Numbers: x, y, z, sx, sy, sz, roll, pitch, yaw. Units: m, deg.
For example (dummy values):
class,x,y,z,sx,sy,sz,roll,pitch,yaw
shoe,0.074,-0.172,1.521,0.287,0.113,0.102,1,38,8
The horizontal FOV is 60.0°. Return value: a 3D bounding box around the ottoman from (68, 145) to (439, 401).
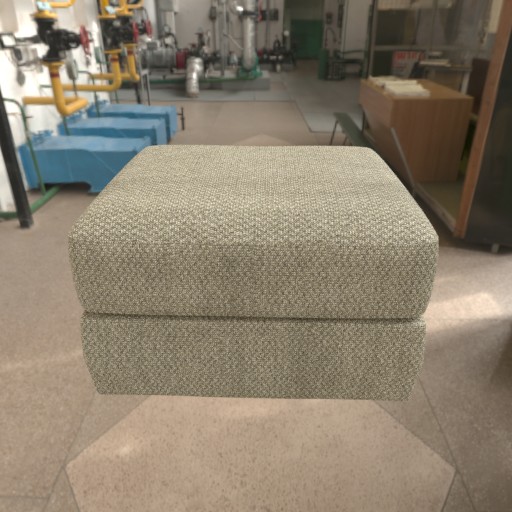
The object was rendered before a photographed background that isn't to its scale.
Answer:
class,x,y,z,sx,sy,sz,roll,pitch,yaw
ottoman,0.000,0.000,1.155,0.751,0.476,0.603,1,29,1
